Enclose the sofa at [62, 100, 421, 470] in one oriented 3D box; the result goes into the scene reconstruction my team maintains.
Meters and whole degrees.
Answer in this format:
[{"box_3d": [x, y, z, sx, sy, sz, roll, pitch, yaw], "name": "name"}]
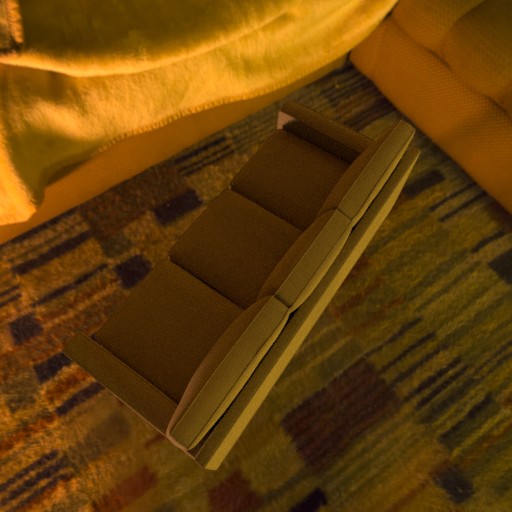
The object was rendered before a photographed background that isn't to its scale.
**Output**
[{"box_3d": [0.000, 0.000, 2.568, 0.936, 0.862, 2.093, 32, 68, 15], "name": "sofa"}]
